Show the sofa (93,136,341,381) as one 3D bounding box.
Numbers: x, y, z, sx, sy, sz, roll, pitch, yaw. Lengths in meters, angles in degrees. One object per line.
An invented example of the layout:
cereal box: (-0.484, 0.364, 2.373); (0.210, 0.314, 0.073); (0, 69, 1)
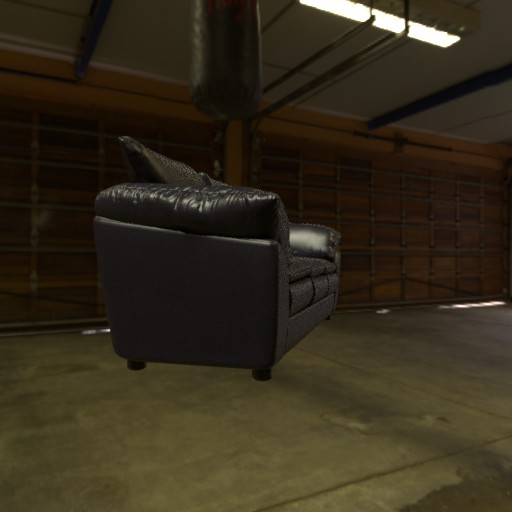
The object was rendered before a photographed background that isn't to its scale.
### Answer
sofa: (0.000, 0.000, 2.912); (0.880, 1.073, 2.336); (0, 0, 17)
